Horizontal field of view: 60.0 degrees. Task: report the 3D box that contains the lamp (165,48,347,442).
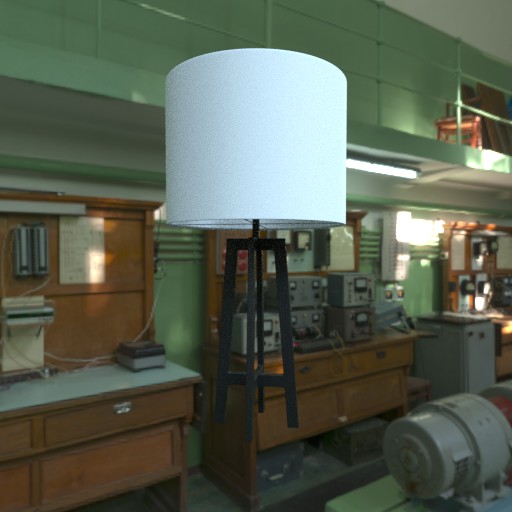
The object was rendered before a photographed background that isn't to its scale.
[{"bbox_3d":[0.000,0.000,0.642,0.257,0.489,0.257,0,0,-36],"label":"lamp"}]
